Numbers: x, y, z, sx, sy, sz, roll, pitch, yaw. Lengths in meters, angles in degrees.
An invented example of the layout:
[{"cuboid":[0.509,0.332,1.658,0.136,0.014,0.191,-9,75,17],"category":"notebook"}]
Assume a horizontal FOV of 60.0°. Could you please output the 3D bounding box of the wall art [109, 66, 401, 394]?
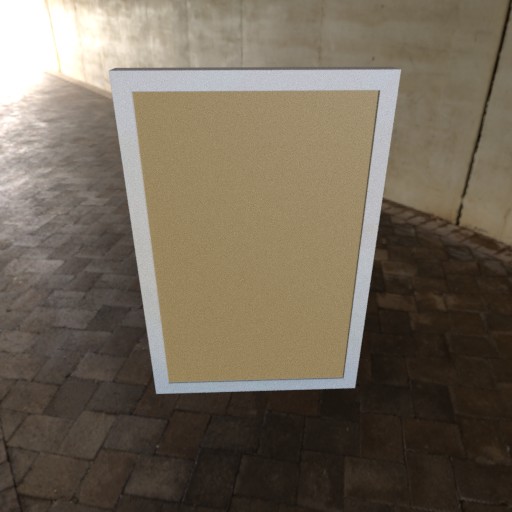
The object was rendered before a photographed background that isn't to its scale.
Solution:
[{"cuboid":[0.000,0.000,0.780,0.408,0.611,0.038,-1,29,-2],"category":"wall art"}]
